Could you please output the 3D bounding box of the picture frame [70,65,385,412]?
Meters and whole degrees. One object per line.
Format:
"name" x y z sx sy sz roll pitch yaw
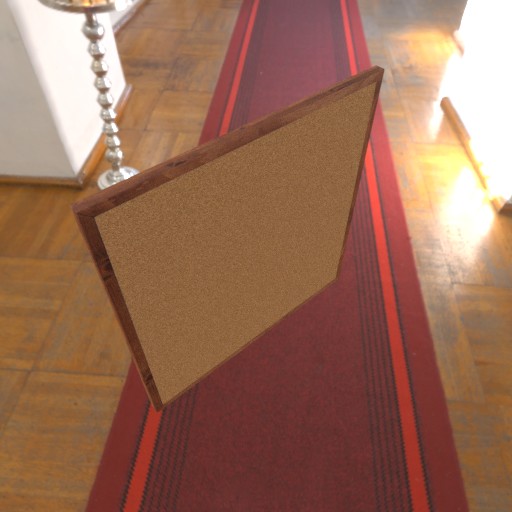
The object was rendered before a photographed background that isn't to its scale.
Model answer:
"picture frame" 0.000 0.000 1.224 0.810 0.817 0.029 -32 55 -26
